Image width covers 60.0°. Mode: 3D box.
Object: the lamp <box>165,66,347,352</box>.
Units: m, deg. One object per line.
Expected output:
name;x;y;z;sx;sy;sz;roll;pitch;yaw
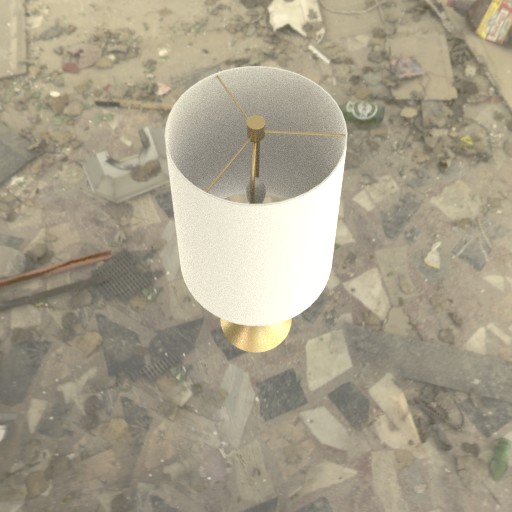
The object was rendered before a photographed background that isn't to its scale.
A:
lamp;0.000;0.000;0.683;0.231;0.569;0.231;0;63;0
